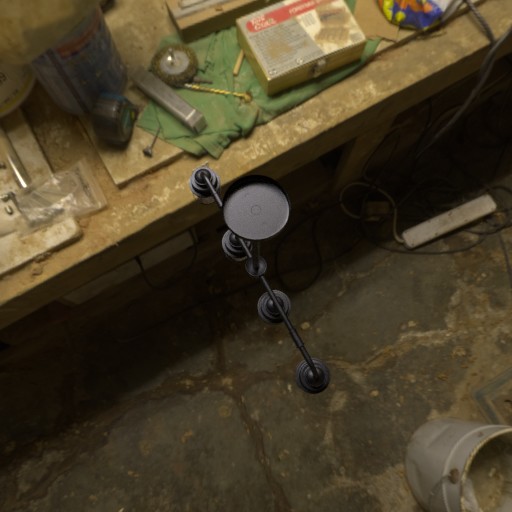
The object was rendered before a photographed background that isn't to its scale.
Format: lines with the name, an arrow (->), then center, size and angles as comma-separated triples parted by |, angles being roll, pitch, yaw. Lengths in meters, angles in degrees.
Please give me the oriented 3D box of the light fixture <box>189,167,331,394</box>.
light fixture -> 0.000, 0.000, 1.228 | 0.131, 0.785, 0.852 | -28, 78, -7
